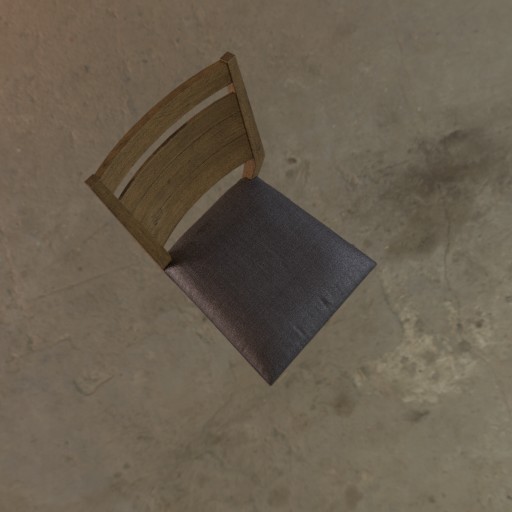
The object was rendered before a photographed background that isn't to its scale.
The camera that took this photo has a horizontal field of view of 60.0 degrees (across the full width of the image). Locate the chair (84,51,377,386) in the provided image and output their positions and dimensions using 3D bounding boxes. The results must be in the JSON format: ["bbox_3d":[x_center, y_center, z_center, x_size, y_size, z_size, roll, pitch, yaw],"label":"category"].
[{"bbox_3d":[0.000,0.000,1.335,0.610,0.939,0.501,42,79,10],"label":"chair"}]
